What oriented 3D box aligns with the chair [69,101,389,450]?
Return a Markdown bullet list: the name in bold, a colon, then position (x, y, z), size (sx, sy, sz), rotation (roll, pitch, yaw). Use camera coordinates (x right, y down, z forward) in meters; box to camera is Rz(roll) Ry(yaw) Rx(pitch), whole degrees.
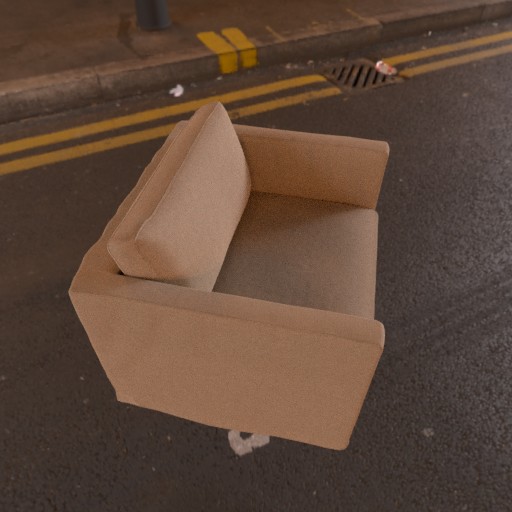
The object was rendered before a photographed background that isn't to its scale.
- **chair**: position (0.000, 0.000, 1.760), size (0.949, 0.867, 1.057), rotation (9, 47, 9)
